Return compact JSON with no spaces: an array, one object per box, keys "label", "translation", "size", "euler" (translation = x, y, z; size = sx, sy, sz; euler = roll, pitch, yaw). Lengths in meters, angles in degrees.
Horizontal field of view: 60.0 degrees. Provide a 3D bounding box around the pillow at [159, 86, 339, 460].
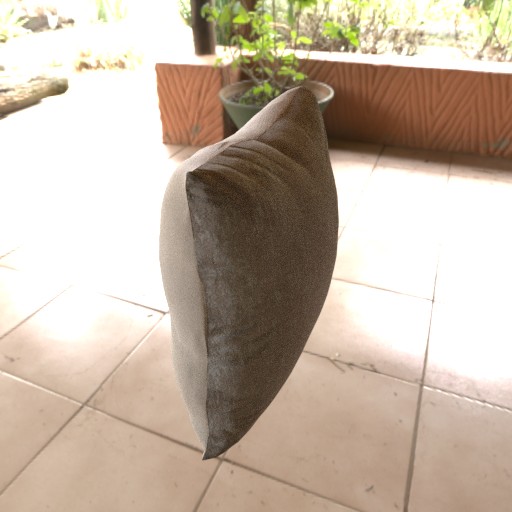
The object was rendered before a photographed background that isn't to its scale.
[{"label":"pillow","translation":[0.000,0.000,0.714],"size":[0.245,0.448,0.450],"euler":[12,33,18]}]
